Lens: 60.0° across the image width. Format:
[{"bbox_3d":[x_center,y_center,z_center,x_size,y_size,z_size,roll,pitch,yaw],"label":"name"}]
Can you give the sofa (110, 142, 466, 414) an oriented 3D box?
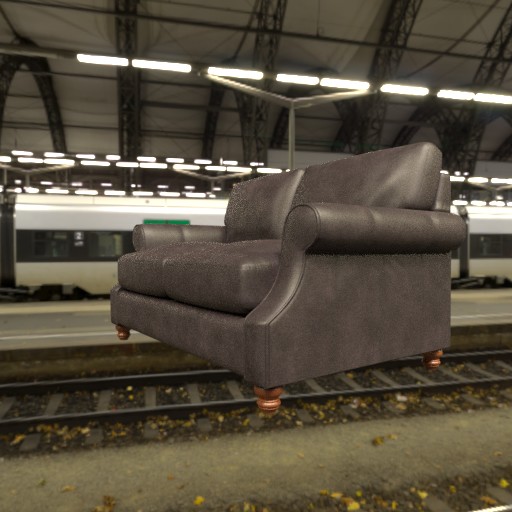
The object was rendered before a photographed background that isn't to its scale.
[{"bbox_3d":[0.000,0.000,2.250,1.030,0.979,1.663,-1,1,-35],"label":"sofa"}]
